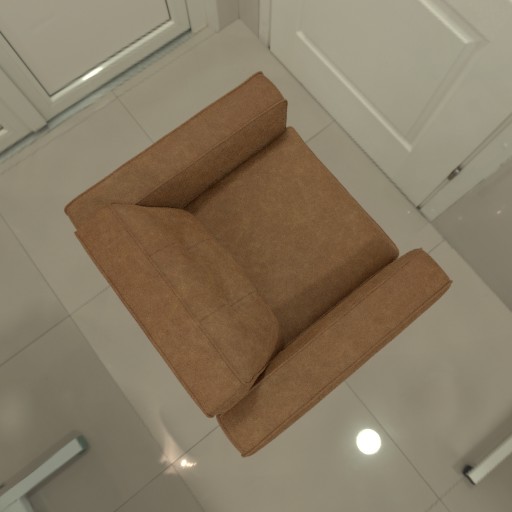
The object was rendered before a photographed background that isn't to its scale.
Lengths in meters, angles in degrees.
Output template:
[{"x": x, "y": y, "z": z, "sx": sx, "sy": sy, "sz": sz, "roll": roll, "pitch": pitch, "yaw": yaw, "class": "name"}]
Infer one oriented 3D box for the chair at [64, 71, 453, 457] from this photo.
[{"x": 0.000, "y": 0.000, "z": 1.742, "sx": 0.952, "sy": 0.782, "sz": 1.118, "roll": -38, "pitch": 79, "yaw": -8, "class": "chair"}]
